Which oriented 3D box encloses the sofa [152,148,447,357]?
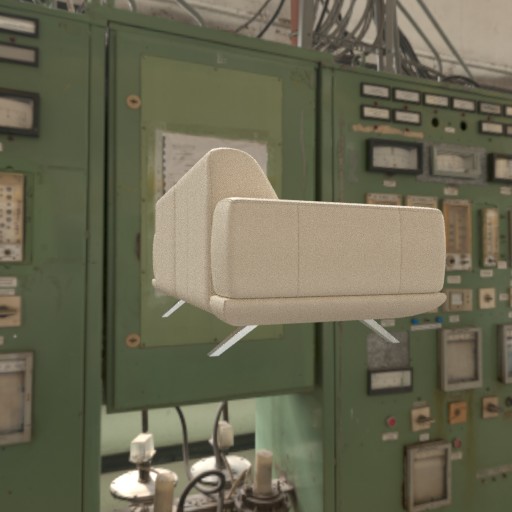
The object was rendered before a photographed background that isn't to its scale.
[{"bbox_3d":[0.000,0.000,2.409,0.900,0.772,1.901,0,-1,-20],"label":"sofa"}]
